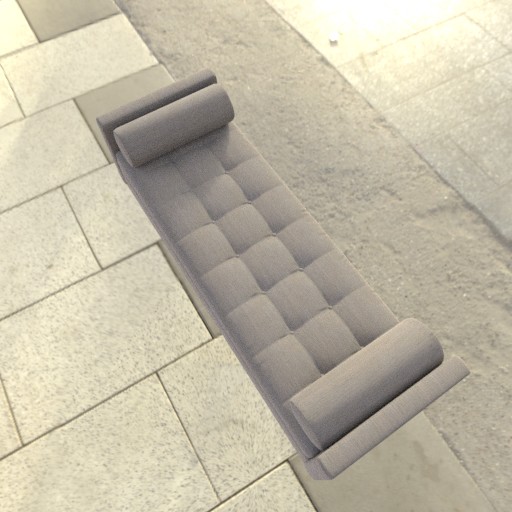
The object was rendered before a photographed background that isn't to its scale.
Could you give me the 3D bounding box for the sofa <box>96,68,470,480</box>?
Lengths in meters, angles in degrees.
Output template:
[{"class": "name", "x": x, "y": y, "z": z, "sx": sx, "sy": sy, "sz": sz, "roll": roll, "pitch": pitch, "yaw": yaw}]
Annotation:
[{"class": "sofa", "x": 0.000, "y": 0.000, "z": 2.238, "sx": 0.686, "sy": 0.635, "sz": 1.981, "roll": -30, "pitch": 67, "yaw": -14}]
